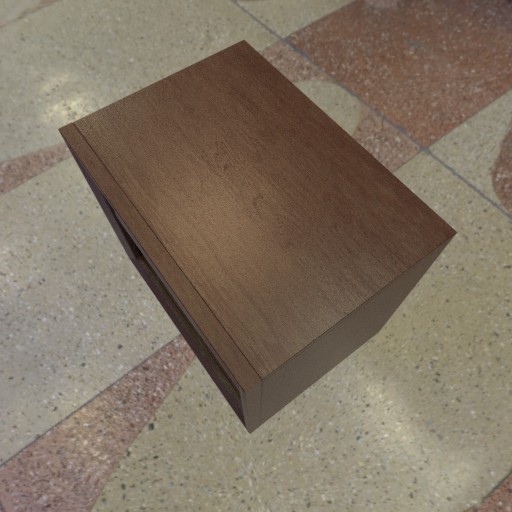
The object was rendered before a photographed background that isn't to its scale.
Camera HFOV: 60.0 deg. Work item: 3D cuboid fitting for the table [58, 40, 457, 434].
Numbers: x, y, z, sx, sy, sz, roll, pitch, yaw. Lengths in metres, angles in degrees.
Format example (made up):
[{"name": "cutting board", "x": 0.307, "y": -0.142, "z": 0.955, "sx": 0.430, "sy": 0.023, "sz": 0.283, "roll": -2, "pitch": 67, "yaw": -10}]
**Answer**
[{"name": "table", "x": 0.000, "y": 0.000, "z": 1.002, "sx": 0.449, "sy": 0.609, "sz": 0.557, "roll": -33, "pitch": 67, "yaw": -16}]
